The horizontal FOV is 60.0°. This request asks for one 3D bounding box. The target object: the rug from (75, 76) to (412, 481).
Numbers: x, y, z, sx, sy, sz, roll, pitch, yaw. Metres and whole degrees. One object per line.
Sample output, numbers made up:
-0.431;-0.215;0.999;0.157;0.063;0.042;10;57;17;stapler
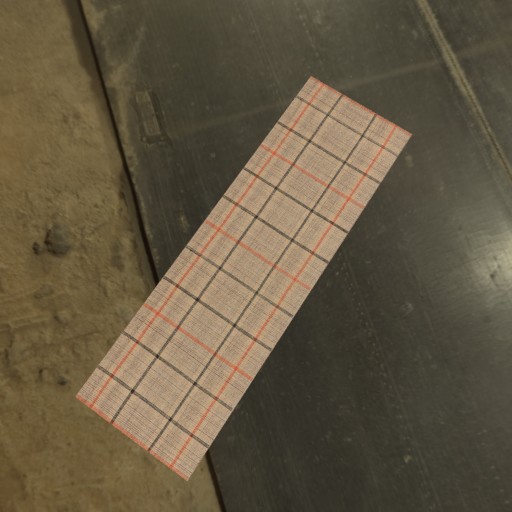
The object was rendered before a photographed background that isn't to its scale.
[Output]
0.000;0.000;2.637;0.762;0.008;2.439;33;78;8;rug
